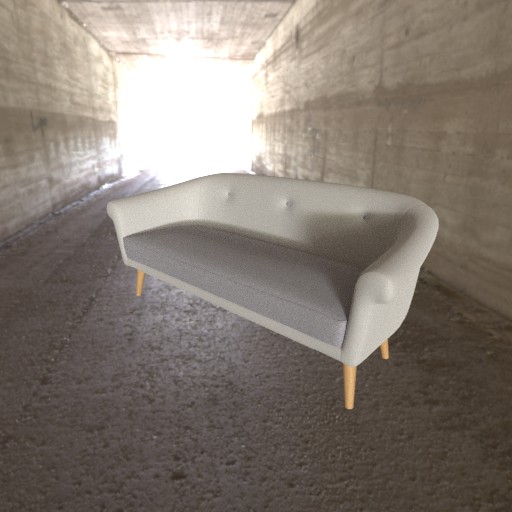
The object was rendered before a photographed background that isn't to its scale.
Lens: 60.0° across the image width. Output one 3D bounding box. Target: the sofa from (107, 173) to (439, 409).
[{"bbox_3d":[0.000,0.000,2.564,0.827,0.795,2.160,-15,22,-41],"label":"sofa"}]
